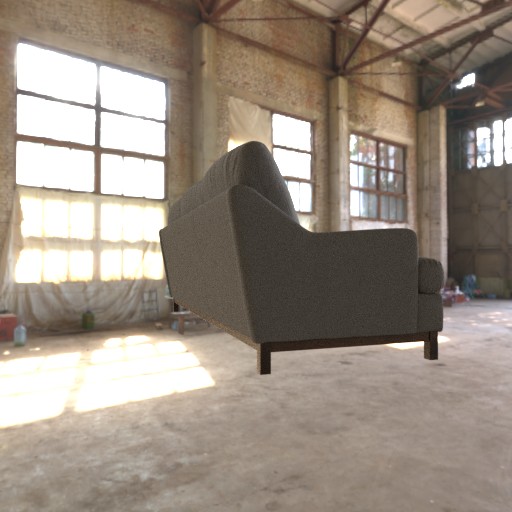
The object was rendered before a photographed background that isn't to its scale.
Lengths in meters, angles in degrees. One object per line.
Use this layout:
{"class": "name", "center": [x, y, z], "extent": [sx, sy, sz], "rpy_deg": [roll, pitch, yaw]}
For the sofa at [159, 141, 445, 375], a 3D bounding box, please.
{"class": "sofa", "center": [0.000, 0.000, 2.863], "extent": [0.987, 0.926, 2.344], "rpy_deg": [0, -1, -19]}
